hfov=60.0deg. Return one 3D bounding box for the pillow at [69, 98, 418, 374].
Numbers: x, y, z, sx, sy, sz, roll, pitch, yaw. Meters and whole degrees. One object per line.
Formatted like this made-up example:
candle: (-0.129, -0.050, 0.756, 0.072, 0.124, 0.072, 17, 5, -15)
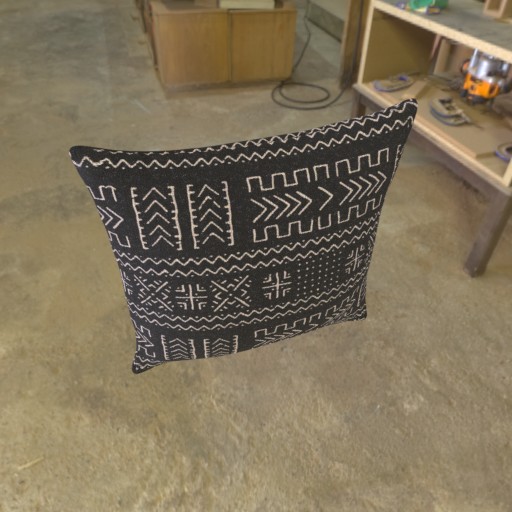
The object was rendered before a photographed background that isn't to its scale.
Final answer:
pillow: (0.000, 0.000, 0.664, 0.438, 0.430, 0.164, -11, 43, -12)
